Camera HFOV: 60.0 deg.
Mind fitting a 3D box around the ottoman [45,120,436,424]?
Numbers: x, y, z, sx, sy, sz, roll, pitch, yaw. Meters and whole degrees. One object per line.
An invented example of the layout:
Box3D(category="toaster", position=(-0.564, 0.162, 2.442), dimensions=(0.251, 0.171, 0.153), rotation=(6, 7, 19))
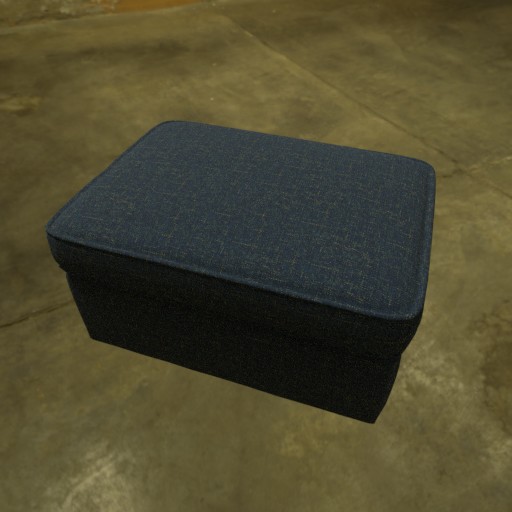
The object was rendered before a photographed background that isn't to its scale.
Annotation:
Box3D(category="ottoman", position=(0.000, 0.000, 1.087), dimensions=(0.749, 0.450, 0.549), rotation=(13, 43, 14))
